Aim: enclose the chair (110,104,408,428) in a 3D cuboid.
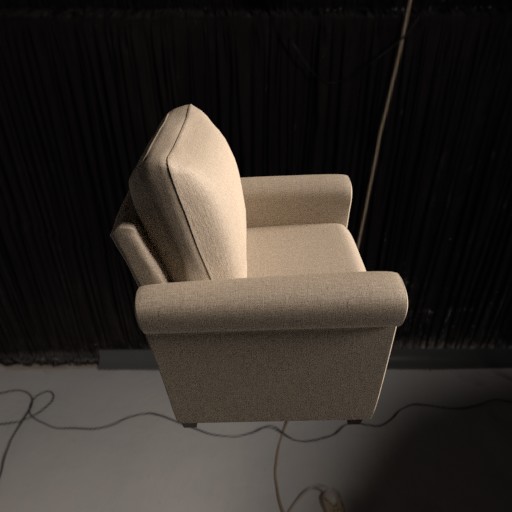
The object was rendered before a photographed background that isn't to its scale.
[{"bbox_3d":[0.000,0.000,2.314,1.180,1.349,1.275,-1,32,-1],"label":"chair"}]
